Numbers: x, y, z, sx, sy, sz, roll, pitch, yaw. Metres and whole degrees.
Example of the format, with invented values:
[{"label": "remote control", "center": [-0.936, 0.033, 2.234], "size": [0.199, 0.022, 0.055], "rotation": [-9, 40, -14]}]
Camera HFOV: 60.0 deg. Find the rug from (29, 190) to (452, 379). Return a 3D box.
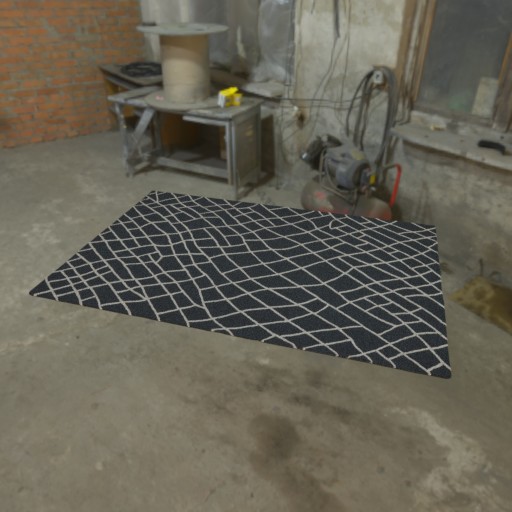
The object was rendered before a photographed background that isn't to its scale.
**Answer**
[{"label": "rug", "center": [0.000, 0.000, 2.310], "size": [1.830, 0.013, 1.223], "rotation": [9, 33, 14]}]
